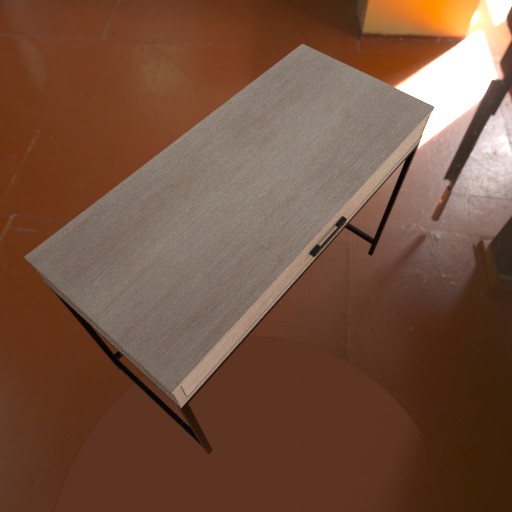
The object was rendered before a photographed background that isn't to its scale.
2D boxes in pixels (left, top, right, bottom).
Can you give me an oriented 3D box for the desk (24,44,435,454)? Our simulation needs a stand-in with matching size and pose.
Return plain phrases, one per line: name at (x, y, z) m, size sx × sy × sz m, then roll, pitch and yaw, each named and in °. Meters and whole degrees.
desk at (0.000, 0.000, 1.415) m, size 0.470 × 0.762 × 1.016 m, roll 35°, pitch 64°, yaw 20°
